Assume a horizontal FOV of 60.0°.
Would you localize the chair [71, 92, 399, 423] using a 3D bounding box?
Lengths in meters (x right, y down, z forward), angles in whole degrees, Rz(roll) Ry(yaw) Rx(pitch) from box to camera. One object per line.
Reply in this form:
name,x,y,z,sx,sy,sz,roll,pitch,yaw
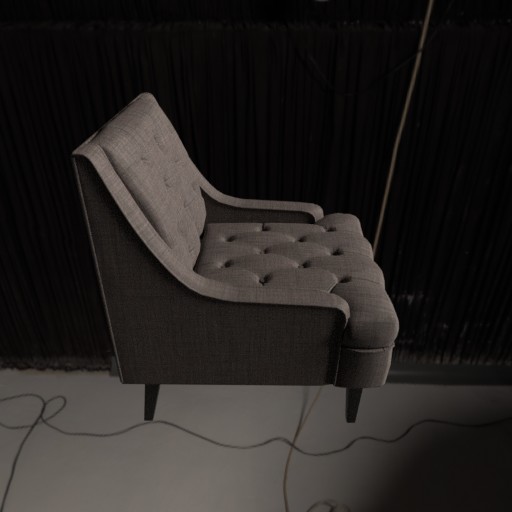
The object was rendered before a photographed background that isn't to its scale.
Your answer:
chair,0.000,0.000,1.404,0.771,0.891,0.655,0,31,1
